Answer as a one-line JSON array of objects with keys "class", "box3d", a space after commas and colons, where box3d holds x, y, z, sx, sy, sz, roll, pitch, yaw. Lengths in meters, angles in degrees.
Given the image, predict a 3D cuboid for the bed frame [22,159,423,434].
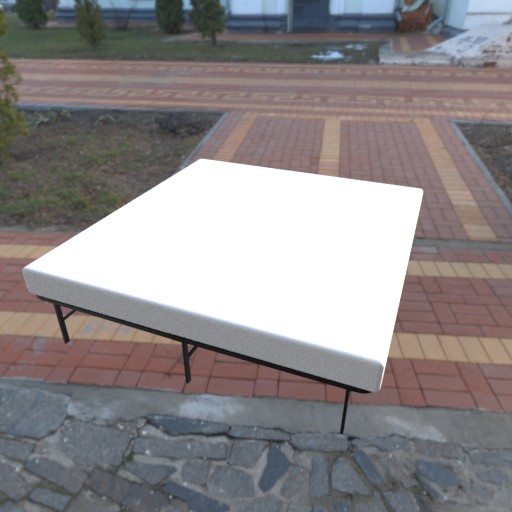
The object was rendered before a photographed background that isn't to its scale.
[{"class": "bed frame", "box3d": [0.000, 0.000, 3.016, 1.935, 0.525, 2.033, 12, 32, 19]}]
